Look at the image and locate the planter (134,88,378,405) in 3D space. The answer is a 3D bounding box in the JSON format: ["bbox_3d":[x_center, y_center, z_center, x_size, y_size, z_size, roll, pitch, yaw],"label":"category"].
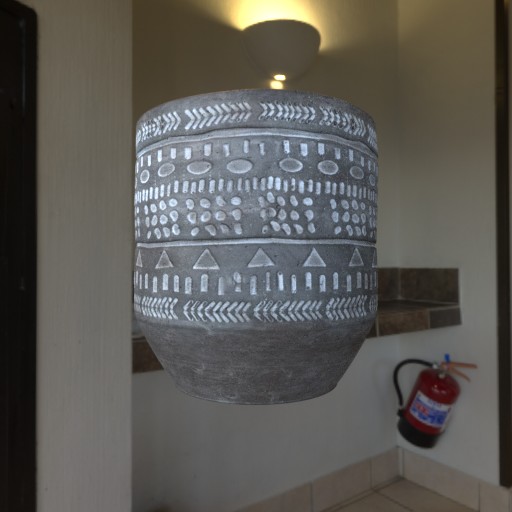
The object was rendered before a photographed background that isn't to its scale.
[{"bbox_3d":[0.000,0.000,0.268,0.142,0.149,0.142,0,-1,0],"label":"planter"}]
